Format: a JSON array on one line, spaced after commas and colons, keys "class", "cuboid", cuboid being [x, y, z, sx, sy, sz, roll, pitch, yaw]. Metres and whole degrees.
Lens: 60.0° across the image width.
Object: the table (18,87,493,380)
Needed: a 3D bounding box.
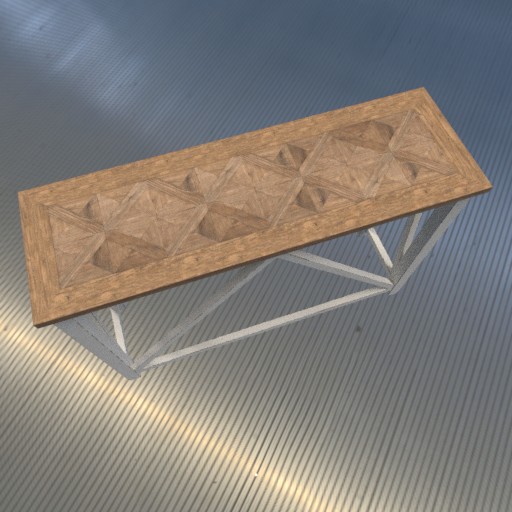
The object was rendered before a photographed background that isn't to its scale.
[{"class": "table", "cuboid": [0.000, 0.000, 1.787, 1.400, 0.930, 0.450, -17, 65, -8]}]
